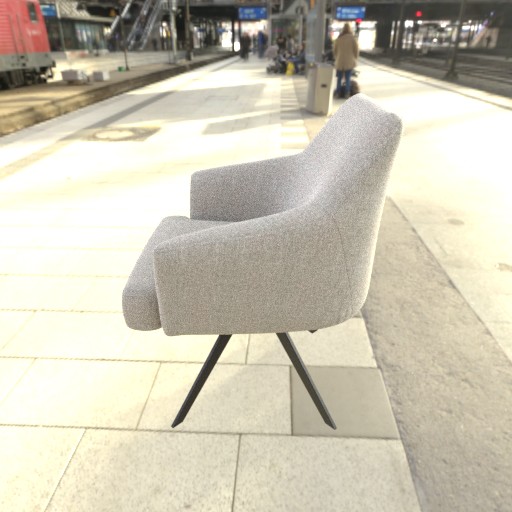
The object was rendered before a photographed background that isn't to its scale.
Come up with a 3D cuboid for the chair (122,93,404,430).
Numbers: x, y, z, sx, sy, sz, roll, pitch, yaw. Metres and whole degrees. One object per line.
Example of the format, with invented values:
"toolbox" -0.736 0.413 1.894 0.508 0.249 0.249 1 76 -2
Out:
"chair" 0.000 0.000 1.314 0.677 0.874 0.642 0 26 1
